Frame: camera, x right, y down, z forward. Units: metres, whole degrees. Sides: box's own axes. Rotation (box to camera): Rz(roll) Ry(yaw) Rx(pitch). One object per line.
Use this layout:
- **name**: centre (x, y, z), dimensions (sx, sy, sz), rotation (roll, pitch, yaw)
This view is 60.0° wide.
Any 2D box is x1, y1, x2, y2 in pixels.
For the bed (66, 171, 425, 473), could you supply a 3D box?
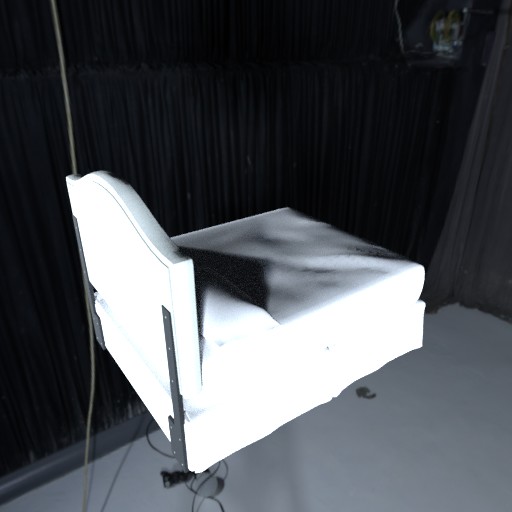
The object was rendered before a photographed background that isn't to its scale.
- **bed**: centre (0.000, 0.000, 3.410), dimensions (2.180, 1.607, 1.813), rotation (-18, 32, -32)
